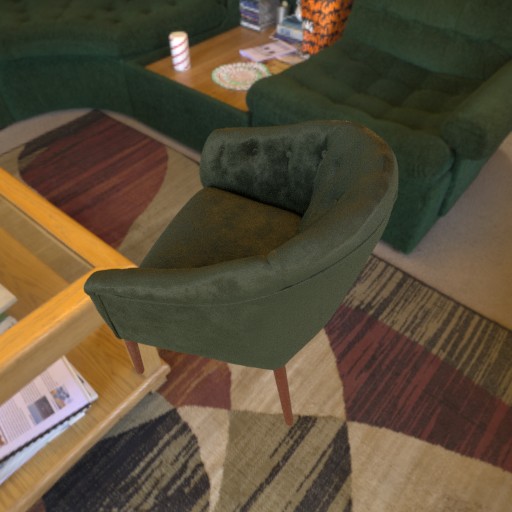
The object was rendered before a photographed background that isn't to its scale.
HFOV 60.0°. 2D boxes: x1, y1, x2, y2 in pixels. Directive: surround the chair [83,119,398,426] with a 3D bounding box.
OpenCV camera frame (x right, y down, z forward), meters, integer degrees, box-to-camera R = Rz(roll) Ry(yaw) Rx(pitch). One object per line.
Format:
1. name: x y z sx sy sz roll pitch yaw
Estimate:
1. chair: 0.000 0.000 1.508 0.776 0.885 0.851 16 50 14
